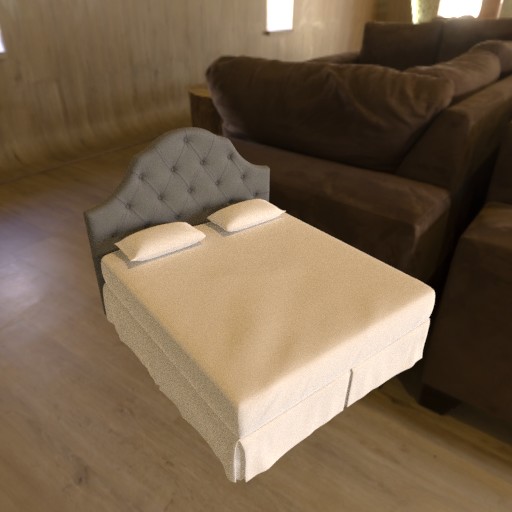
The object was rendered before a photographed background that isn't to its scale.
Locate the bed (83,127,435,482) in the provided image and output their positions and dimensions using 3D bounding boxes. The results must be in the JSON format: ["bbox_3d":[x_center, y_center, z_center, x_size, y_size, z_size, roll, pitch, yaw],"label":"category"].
[{"bbox_3d":[0.000,0.000,3.578,2.008,1.615,2.214,-21,36,-32],"label":"bed"}]
